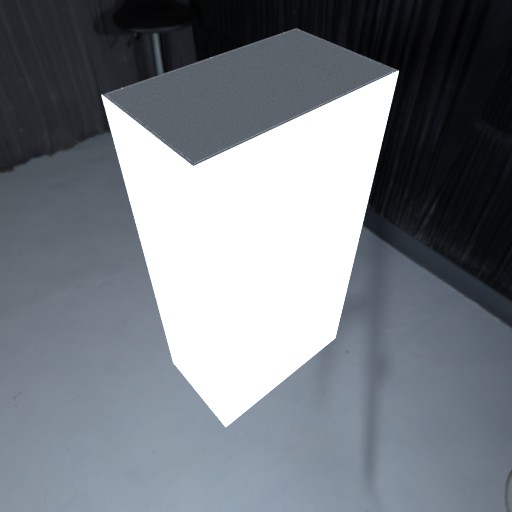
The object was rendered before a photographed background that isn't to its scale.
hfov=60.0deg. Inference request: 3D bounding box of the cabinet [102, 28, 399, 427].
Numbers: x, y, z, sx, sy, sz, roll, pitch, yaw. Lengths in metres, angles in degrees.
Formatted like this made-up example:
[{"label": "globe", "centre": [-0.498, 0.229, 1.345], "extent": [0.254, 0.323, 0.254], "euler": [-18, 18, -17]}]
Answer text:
[{"label": "cabinet", "centre": [0.000, 0.000, 2.374], "extent": [0.980, 1.920, 0.580], "euler": [-32, 55, -26]}]
